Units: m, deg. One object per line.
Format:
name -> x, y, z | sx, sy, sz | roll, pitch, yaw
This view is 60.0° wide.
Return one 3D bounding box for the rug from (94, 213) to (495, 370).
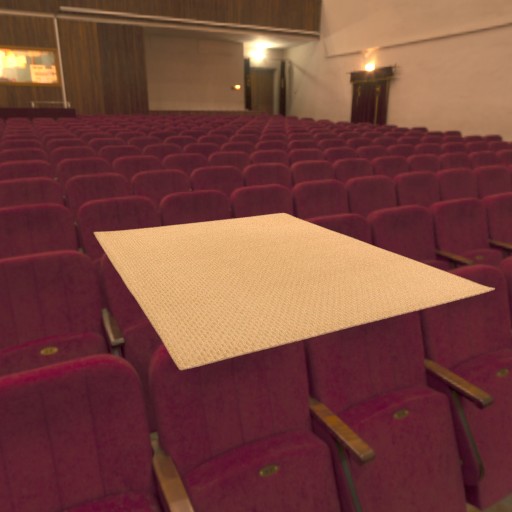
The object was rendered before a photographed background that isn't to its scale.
rug -> 0.000, 0.000, 3.822 | 2.277, 0.035, 2.897 | -9, 19, -26
